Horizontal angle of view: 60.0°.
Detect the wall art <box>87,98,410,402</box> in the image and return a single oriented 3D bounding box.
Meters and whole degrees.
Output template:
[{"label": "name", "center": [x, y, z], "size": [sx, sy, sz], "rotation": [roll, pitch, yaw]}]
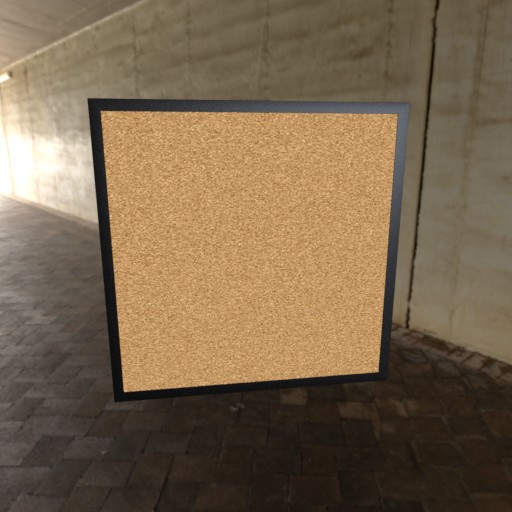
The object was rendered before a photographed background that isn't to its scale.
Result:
[{"label": "wall art", "center": [0.000, 0.000, 1.140], "size": [0.756, 0.755, 0.036], "rotation": [-2, 14, -8]}]
